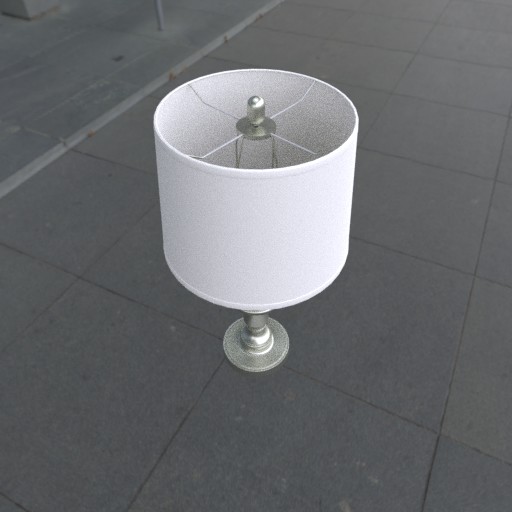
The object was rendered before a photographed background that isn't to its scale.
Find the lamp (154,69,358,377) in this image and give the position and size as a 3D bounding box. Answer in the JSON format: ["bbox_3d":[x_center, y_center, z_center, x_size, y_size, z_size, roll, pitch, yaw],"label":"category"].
[{"bbox_3d":[0.000,0.000,0.971,0.383,0.733,0.383,0,46,0],"label":"lamp"}]
